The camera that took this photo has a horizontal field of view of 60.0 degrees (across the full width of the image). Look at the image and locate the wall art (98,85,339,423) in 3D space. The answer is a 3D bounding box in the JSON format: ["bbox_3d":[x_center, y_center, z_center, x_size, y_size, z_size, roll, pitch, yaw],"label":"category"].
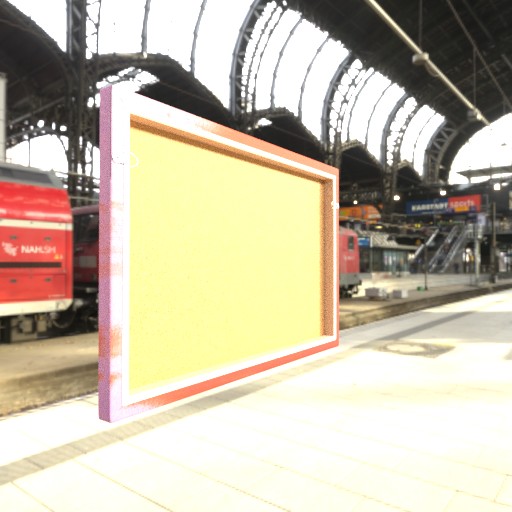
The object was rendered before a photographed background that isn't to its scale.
[{"bbox_3d":[0.000,0.000,1.166,0.040,0.609,0.913,-1,-1,37],"label":"wall art"}]
